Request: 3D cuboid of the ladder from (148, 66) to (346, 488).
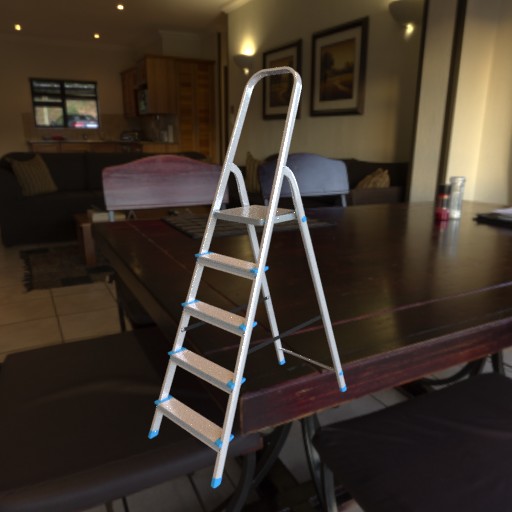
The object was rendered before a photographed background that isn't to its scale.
[{"bbox_3d":[0.000,0.000,2.061,0.468,1.648,0.990,14,20,41],"label":"ladder"}]
